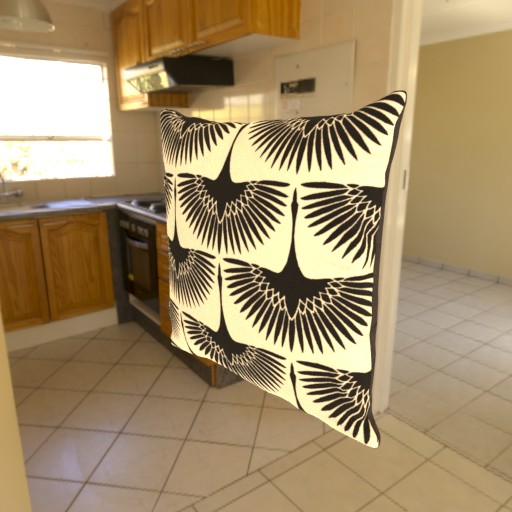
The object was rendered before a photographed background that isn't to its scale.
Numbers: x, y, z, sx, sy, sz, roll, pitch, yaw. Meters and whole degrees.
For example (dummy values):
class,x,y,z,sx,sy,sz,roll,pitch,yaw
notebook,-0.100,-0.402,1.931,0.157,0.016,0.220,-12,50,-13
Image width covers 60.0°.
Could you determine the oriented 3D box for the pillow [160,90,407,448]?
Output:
class,x,y,z,sx,sy,sz,roll,pitch,yaw
pillow,0.000,0.000,0.656,0.432,0.432,0.139,13,20,42
